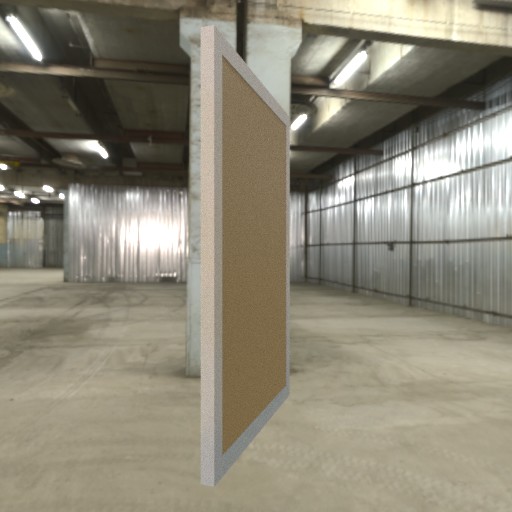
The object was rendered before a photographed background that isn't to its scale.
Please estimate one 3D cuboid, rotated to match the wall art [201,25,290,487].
[{"bbox_3d":[0.000,0.000,1.464,0.038,1.143,0.764,0,0,18],"label":"wall art"}]
